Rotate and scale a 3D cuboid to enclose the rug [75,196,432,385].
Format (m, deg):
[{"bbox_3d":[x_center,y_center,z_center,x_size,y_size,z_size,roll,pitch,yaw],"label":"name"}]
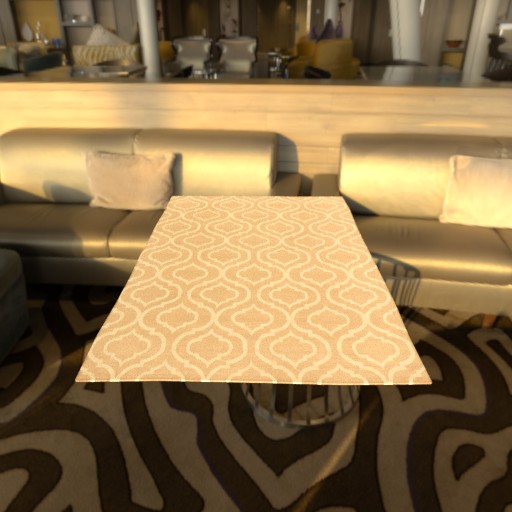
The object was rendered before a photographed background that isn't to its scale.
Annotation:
[{"bbox_3d":[0.000,0.000,2.188,1.152,0.013,1.761,0,27,0],"label":"rug"}]
